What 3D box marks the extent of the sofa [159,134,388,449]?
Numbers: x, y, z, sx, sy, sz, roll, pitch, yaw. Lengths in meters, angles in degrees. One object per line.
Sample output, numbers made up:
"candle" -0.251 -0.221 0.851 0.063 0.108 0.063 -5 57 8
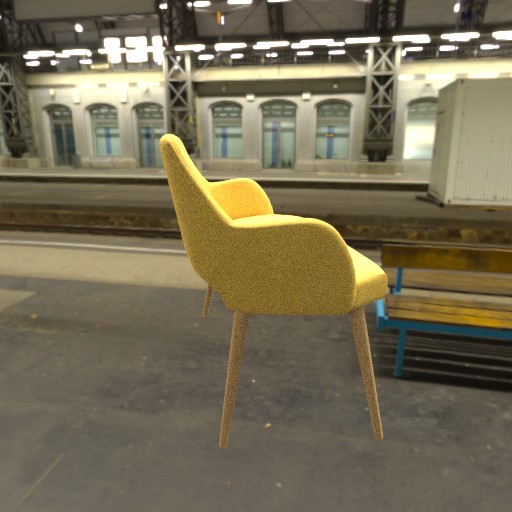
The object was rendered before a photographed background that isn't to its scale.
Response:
"sofa" 0.000 0.000 1.599 0.610 0.840 1.150 -2 15 -9
